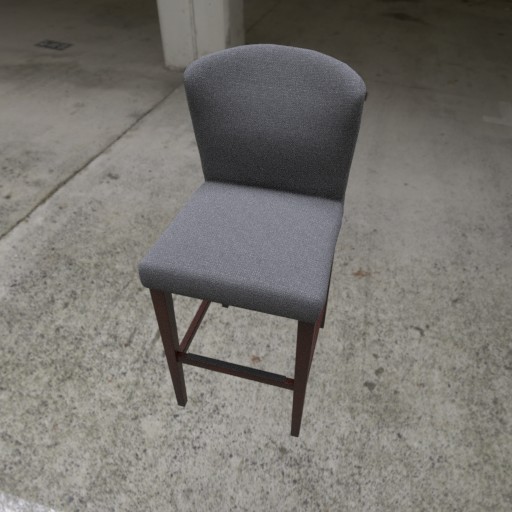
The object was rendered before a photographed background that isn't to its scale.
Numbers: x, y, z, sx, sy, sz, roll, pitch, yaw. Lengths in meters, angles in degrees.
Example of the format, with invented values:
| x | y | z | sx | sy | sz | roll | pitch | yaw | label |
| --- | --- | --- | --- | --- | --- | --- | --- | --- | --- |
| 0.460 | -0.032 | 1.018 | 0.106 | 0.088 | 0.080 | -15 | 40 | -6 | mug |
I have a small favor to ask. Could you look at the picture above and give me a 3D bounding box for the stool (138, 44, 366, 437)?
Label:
| x | y | z | sx | sy | sz | roll | pitch | yaw | label |
| --- | --- | --- | --- | --- | --- | --- | --- | --- | --- |
| 0.000 | 0.000 | 1.357 | 0.486 | 1.069 | 0.568 | 11 | 42 | 12 | stool |
